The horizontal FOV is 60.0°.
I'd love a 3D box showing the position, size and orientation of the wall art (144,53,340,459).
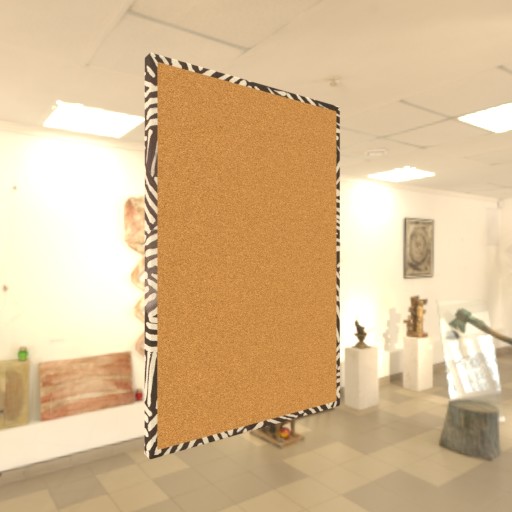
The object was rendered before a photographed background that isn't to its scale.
[{"bbox_3d":[0.000,0.000,1.191,0.615,0.918,0.035,0,0,-36],"label":"wall art"}]
